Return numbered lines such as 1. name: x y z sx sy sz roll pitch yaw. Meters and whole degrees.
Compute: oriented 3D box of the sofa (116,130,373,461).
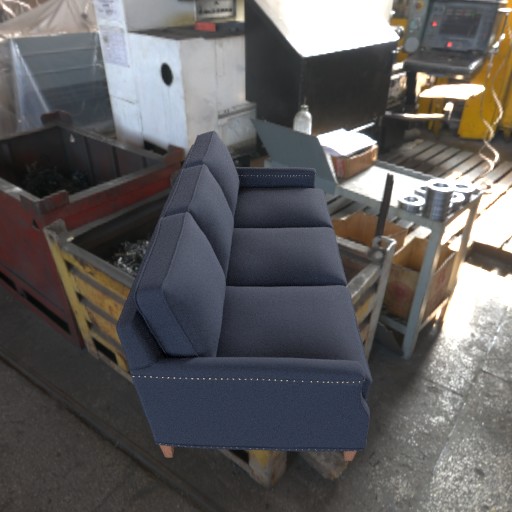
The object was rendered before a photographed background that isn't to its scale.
1. sofa: 0.000 0.000 2.809 1.084 1.003 2.246 1 33 1
